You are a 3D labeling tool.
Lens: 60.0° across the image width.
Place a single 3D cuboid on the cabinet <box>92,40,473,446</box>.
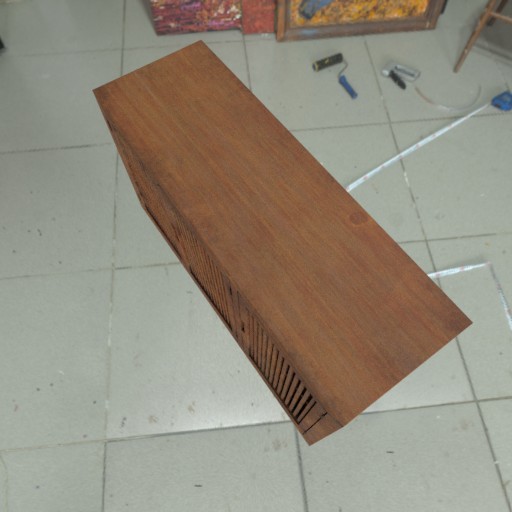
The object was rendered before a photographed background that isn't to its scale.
[{"bbox_3d":[0.000,0.000,1.571,0.403,0.805,1.204,-32,68,-15],"label":"cabinet"}]
